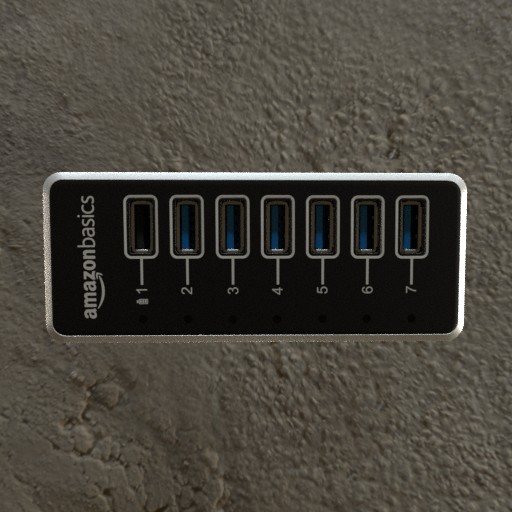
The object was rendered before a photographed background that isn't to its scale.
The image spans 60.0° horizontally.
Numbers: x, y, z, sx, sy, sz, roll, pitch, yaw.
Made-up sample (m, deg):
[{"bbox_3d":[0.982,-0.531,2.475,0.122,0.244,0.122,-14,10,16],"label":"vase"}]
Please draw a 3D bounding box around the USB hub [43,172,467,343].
[{"bbox_3d":[0.000,0.000,0.126,0.110,0.023,0.044,0,93,-1],"label":"USB hub"}]
